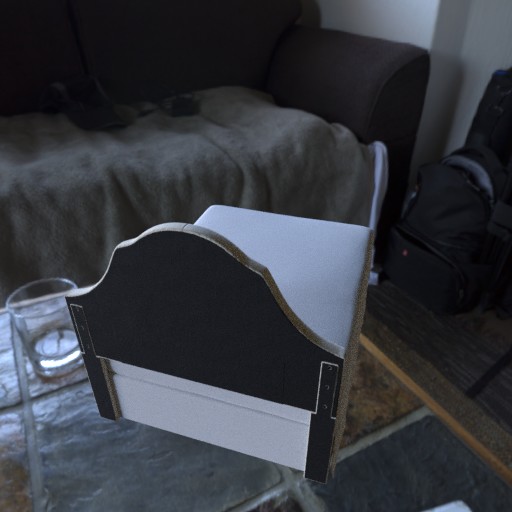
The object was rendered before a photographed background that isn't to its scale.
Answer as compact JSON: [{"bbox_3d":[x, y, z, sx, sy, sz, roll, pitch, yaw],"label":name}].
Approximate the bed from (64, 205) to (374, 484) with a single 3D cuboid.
[{"bbox_3d":[0.000,0.000,3.172,1.627,1.575,2.092,10,35,15],"label":"bed"}]
